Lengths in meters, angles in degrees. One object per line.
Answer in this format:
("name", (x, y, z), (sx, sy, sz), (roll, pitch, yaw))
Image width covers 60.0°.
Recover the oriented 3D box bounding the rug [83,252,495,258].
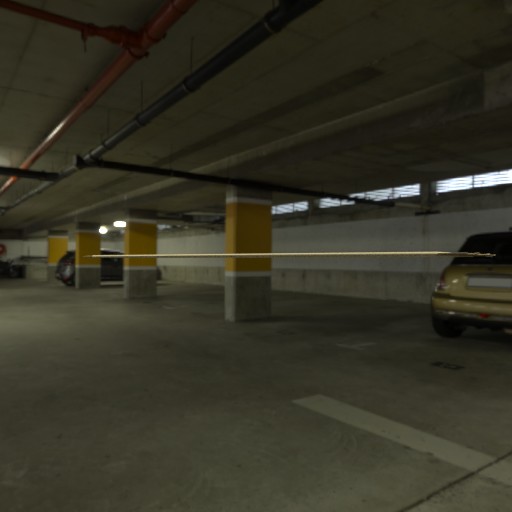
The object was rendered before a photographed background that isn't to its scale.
("rug", (0.000, 0.000, 2.622), (2.438, 0.021, 0.729), (0, -1, 36))
